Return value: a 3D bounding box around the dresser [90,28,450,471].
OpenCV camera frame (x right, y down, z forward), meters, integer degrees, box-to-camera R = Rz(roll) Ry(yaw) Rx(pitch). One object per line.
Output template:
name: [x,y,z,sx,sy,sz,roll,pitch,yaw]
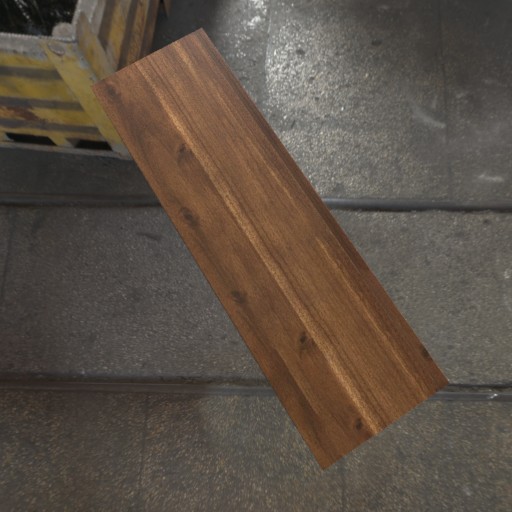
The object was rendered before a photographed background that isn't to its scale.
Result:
dresser: [0.000,0.000,1.794,0.438,0.892,1.387,-31,78,-7]
